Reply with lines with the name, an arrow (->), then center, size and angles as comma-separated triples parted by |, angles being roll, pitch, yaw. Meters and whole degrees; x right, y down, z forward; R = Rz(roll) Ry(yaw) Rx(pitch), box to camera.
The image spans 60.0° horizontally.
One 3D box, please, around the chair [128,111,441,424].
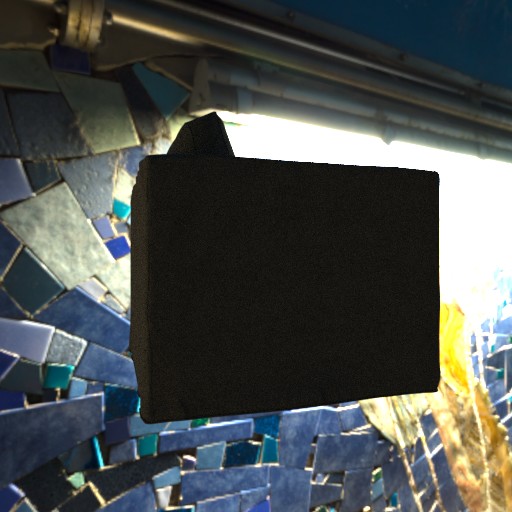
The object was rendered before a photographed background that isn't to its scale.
chair -> 0.000, 0.000, 1.755 | 0.949, 0.863, 1.057 | 0, 0, -18
